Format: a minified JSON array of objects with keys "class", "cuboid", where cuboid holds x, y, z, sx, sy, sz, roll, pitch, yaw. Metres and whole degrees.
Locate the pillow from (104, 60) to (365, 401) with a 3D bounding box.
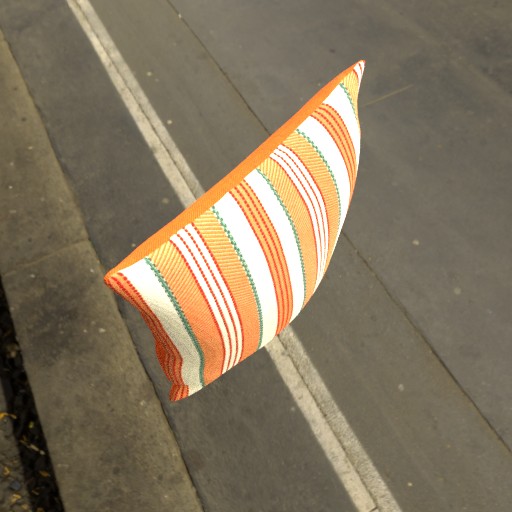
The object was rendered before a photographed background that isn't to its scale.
[{"class":"pillow","cuboid":[0.000,0.000,0.667,0.182,0.441,0.440,36,65,20]}]
